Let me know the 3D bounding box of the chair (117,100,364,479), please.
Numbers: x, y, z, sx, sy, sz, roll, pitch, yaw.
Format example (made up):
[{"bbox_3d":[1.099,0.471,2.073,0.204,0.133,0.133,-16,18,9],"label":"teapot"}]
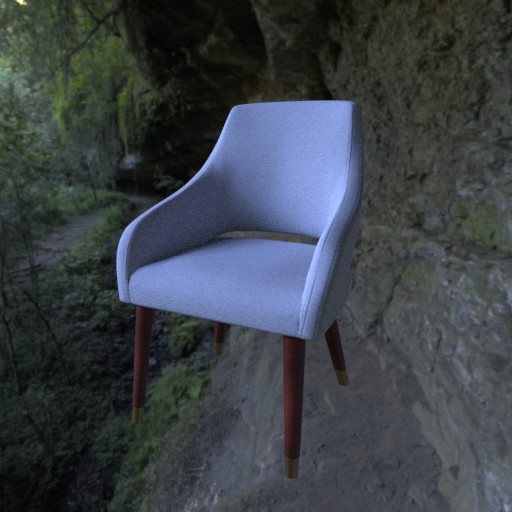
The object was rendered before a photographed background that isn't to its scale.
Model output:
[{"bbox_3d":[0.000,0.000,1.291,0.609,0.889,0.600,7,17,25],"label":"chair"}]
